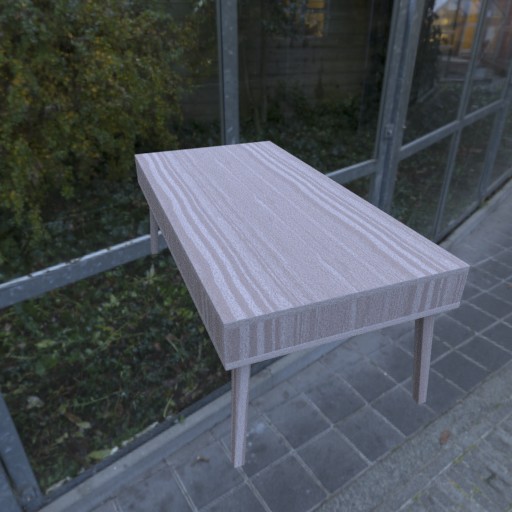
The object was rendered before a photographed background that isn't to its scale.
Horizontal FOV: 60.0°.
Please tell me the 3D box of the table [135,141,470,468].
[{"bbox_3d":[0.000,0.000,1.530,0.600,0.450,1.200,-11,31,-19],"label":"table"}]
